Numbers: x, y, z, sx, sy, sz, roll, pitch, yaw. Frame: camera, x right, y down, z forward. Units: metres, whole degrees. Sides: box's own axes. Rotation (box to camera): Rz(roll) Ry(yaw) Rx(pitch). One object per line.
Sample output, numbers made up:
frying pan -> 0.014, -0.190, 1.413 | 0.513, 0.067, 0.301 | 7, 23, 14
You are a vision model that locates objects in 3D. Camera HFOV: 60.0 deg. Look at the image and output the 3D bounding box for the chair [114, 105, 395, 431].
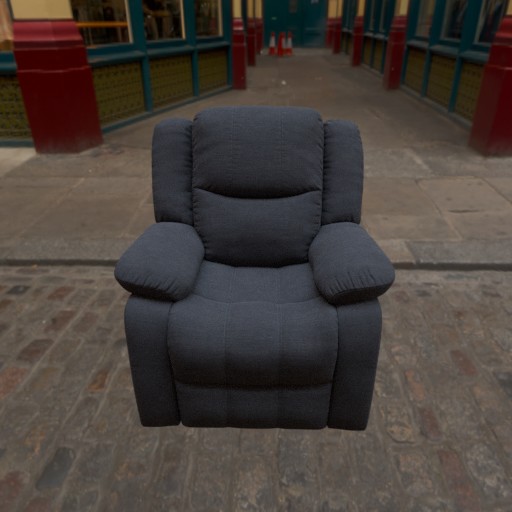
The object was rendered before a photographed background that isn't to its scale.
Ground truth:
chair -> 0.000, 0.000, 1.718 | 0.899, 1.008, 0.944 | 1, 29, 1
